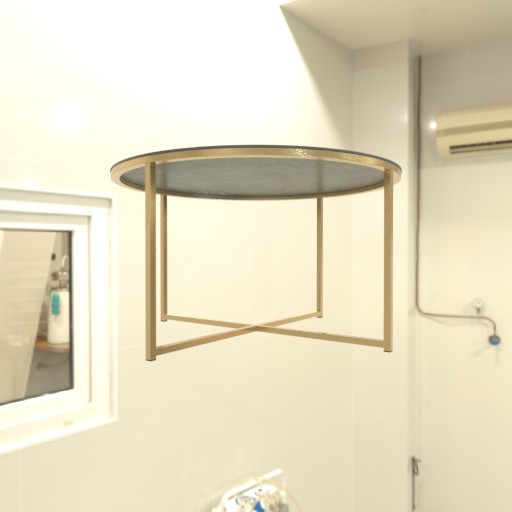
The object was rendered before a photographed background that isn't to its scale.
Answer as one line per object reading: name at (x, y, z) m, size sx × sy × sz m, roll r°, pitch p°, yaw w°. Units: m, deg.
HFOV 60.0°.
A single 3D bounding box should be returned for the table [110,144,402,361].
table at (0.000, 0.000, 1.282) m, size 0.800 × 0.450 × 0.800 m, roll 0°, pitch 1°, yaw 0°
